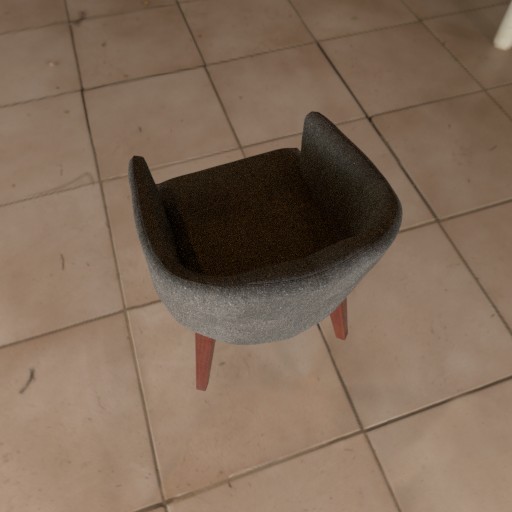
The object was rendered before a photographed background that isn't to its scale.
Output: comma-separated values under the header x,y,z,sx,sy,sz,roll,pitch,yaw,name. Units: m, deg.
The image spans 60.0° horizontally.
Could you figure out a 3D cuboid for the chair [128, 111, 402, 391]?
x,y,z,sx,sy,sz,roll,pitch,yaw,name
0.000,0.000,1.268,0.583,0.811,0.655,-17,60,-10,chair
